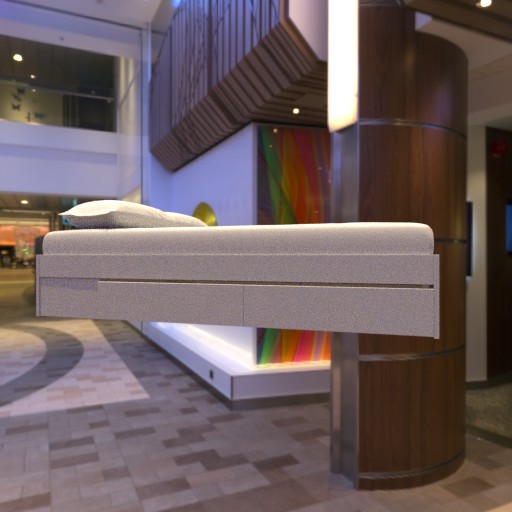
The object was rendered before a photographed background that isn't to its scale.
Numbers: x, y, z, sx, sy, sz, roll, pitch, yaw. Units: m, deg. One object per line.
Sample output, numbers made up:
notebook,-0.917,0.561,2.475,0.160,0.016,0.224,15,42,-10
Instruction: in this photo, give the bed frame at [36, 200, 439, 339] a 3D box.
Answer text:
bed frame,0.000,0.000,2.680,1.950,0.629,1.450,0,0,18
